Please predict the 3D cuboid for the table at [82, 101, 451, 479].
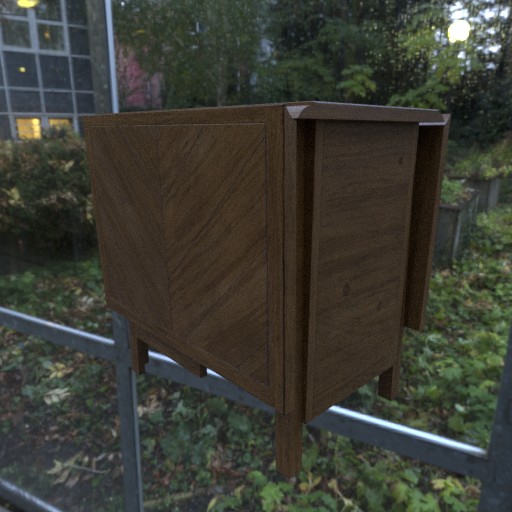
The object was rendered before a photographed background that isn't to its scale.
[{"bbox_3d":[0.000,0.000,1.234,0.591,0.763,0.746,-14,21,-41],"label":"table"}]
